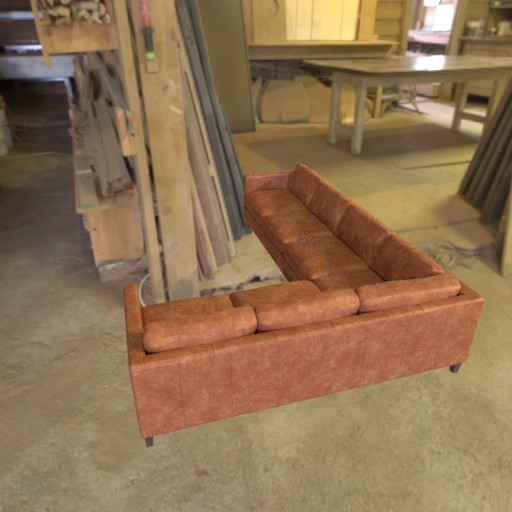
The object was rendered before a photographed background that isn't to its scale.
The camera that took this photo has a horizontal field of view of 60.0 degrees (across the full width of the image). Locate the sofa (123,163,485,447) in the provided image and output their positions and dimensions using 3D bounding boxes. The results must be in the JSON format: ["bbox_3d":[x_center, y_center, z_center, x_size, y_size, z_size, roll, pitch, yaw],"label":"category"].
[{"bbox_3d":[0.000,0.000,4.232,2.438,0.838,3.167,-8,30,-15],"label":"sofa"}]
